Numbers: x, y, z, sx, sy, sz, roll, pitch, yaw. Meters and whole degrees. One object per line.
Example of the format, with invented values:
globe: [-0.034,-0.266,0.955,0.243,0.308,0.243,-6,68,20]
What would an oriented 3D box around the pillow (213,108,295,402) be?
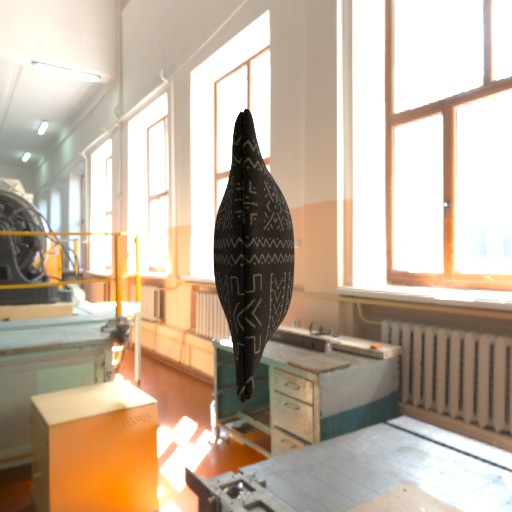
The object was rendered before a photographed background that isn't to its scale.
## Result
pillow: [0.000,0.000,0.809,0.135,0.322,0.667,0,0,1]
